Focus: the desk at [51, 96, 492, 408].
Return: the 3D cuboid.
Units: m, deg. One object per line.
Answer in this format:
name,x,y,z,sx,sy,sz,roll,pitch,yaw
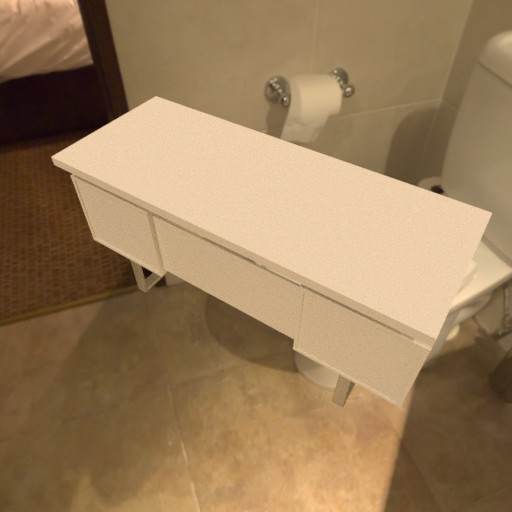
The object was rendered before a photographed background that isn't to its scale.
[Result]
desk,0.000,0.000,1.899,1.530,0.773,0.603,25,51,22
